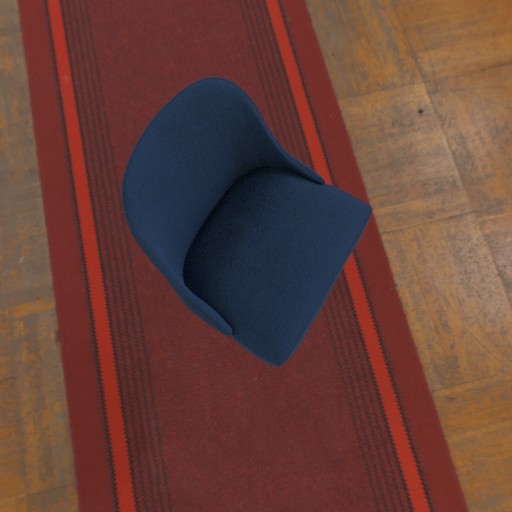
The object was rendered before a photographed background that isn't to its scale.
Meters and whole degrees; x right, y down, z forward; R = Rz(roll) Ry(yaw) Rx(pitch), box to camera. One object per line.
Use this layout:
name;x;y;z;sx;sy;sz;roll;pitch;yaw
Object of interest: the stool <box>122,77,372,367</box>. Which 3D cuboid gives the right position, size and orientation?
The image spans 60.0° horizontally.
stool;0.000;0.000;1.362;0.489;1.079;0.527;31;77;8
